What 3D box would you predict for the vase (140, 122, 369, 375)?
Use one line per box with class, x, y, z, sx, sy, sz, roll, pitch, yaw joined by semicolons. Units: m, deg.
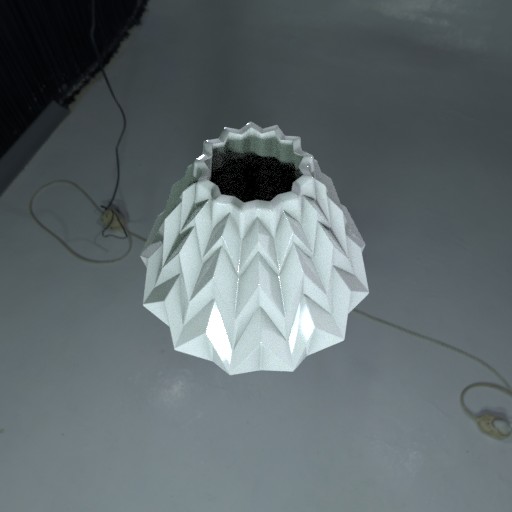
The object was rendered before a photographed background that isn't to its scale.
vase;0.000;0.000;0.309;0.164;0.185;0.164;0;59;0
